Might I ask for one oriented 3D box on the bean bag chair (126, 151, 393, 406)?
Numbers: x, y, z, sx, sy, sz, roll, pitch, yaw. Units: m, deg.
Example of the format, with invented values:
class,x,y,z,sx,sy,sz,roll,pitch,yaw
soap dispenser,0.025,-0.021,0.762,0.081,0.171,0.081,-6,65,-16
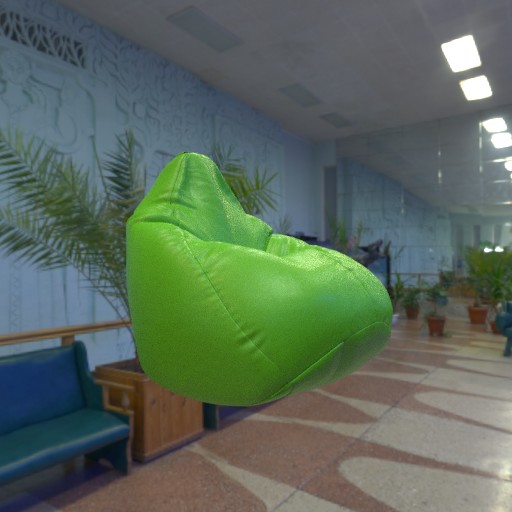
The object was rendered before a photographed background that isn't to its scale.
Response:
class,x,y,z,sx,sy,sz,roll,pitch,yaw
bean bag chair,0.000,0.000,1.885,1.070,0.990,1.070,0,-1,37
